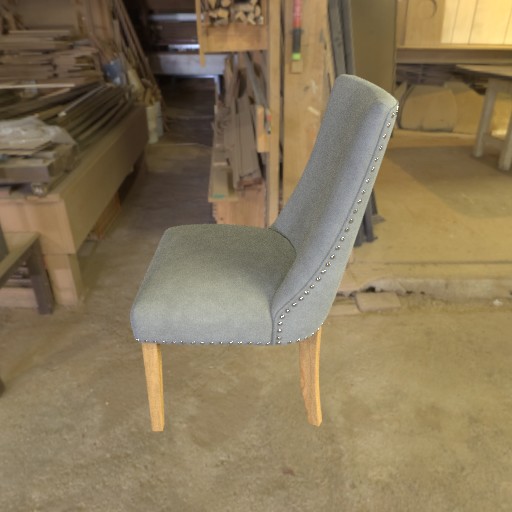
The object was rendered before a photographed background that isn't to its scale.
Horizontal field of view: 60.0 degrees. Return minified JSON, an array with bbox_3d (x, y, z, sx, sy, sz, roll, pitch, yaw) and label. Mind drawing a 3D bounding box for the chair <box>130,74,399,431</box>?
[{"bbox_3d":[0.000,0.000,1.238,0.610,0.902,0.495,0,28,0],"label":"chair"}]
